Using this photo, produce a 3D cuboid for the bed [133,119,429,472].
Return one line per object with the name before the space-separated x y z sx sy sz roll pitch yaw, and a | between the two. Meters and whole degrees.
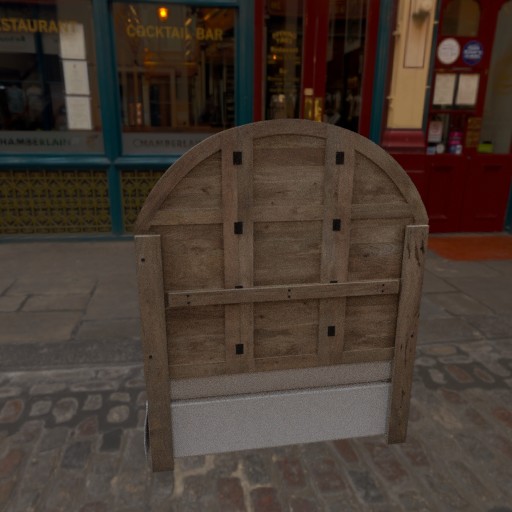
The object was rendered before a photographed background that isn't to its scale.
bed | 0.000 0.000 3.472 1.713 2.002 2.112 -3 16 -9
